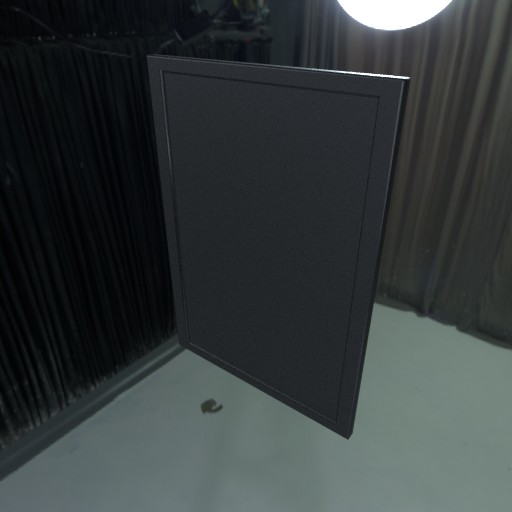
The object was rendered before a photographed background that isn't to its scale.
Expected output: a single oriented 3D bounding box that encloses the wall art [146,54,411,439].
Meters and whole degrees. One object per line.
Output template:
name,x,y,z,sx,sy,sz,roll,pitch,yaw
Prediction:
wall art,0.000,0.000,0.540,0.303,0.431,0.013,20,36,31
